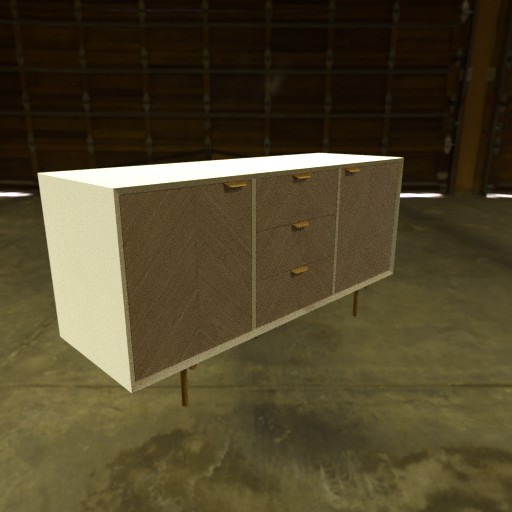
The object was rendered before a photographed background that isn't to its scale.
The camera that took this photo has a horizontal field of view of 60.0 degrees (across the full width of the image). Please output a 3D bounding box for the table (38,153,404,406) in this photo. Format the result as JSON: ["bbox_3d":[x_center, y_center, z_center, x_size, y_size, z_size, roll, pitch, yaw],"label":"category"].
[{"bbox_3d":[0.000,0.000,1.887,0.508,0.769,1.500,16,23,43],"label":"table"}]
